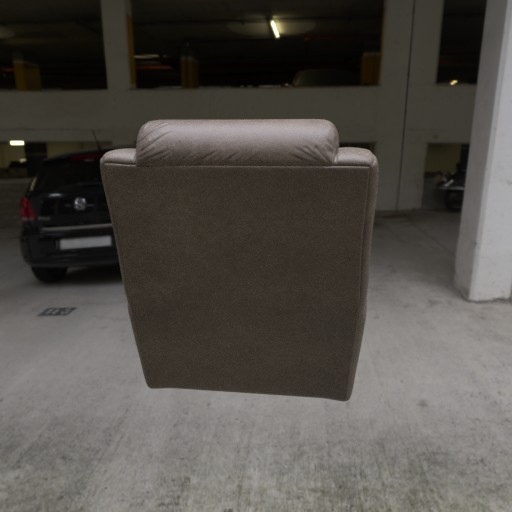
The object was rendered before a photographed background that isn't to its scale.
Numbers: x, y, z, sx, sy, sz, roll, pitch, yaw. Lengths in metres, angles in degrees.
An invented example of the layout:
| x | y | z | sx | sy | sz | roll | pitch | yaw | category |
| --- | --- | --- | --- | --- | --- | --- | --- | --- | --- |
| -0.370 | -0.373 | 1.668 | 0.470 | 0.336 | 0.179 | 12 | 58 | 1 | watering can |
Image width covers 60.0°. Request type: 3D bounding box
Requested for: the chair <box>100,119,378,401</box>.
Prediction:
| x | y | z | sx | sy | sz | roll | pitch | yaw | category |
| --- | --- | --- | --- | --- | --- | --- | --- | --- | --- |
| 0.000 | 0.000 | 1.952 | 0.967 | 1.116 | 1.068 | 2 | 15 | 7 | chair |
